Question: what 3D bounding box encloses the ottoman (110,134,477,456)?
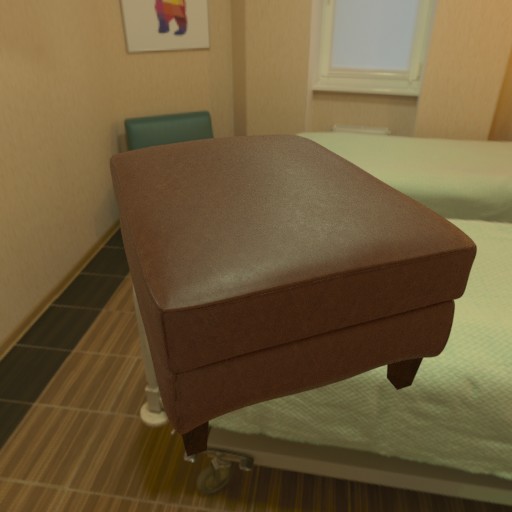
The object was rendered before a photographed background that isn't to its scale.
[{"bbox_3d":[0.000,0.000,1.194,0.650,0.485,0.851,-11,32,-18],"label":"ottoman"}]
